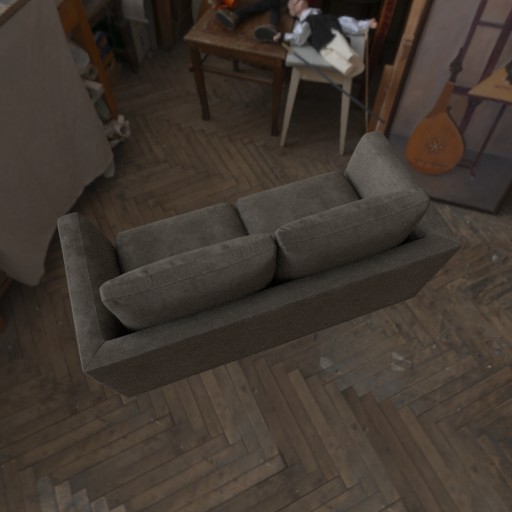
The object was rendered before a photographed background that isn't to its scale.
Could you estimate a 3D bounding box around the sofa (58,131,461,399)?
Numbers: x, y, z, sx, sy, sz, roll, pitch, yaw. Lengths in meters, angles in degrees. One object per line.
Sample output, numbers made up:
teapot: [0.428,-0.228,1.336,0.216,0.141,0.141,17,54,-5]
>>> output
sofa: [0.000,0.000,2.381,1.832,1.013,0.855,-17,60,-10]
